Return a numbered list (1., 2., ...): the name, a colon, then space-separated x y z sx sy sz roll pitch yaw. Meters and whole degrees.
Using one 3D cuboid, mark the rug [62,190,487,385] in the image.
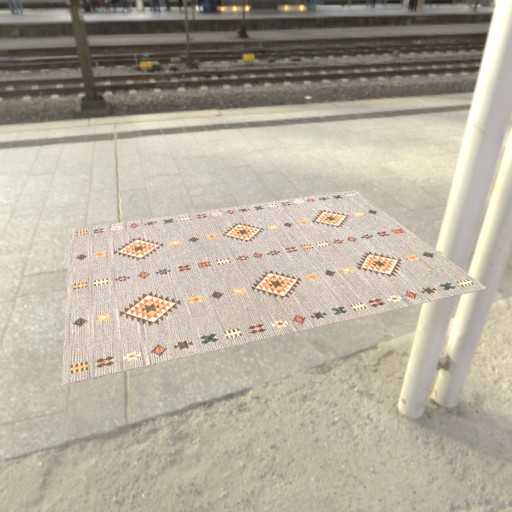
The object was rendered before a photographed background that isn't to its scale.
1. rug: 0.000 0.000 2.269 1.818 0.005 1.217 -10 32 -16
